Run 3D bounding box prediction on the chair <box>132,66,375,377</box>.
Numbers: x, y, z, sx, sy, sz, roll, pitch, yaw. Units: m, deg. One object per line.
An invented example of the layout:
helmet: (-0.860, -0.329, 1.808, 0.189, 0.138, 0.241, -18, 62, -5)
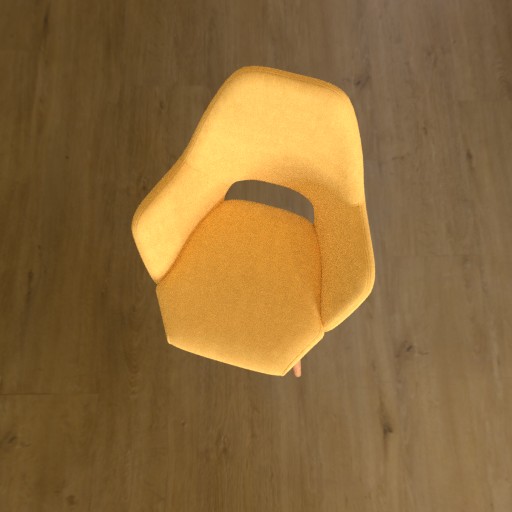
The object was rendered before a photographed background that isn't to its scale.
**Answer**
chair: (0.000, 0.000, 1.255, 0.590, 0.840, 0.610, 15, 76, 4)
